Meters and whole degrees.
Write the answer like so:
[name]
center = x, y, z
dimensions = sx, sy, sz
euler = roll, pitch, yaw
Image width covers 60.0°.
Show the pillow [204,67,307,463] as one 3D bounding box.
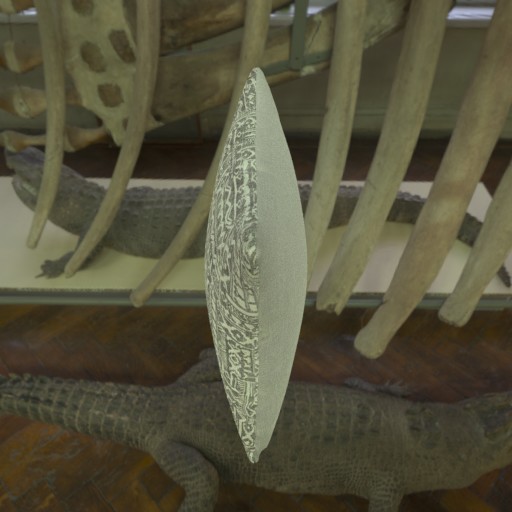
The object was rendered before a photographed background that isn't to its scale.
[pillow]
center = 0.000, 0.000, 0.803
dimensions = 0.180, 0.487, 0.546
euler = 0, 42, 0
